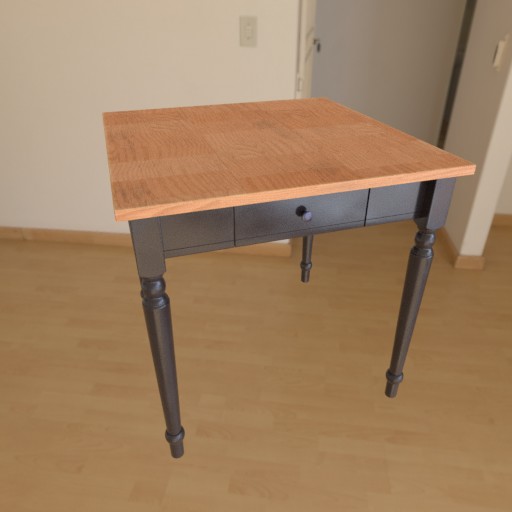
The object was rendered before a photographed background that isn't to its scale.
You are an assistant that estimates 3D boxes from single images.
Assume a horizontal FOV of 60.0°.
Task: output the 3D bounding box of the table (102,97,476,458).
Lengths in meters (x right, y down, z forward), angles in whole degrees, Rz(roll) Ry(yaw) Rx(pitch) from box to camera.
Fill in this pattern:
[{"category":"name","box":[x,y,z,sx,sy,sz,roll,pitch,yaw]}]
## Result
[{"category":"table","box":[0.000,0.000,1.339,0.747,0.738,0.747,-9,32,-15]}]
